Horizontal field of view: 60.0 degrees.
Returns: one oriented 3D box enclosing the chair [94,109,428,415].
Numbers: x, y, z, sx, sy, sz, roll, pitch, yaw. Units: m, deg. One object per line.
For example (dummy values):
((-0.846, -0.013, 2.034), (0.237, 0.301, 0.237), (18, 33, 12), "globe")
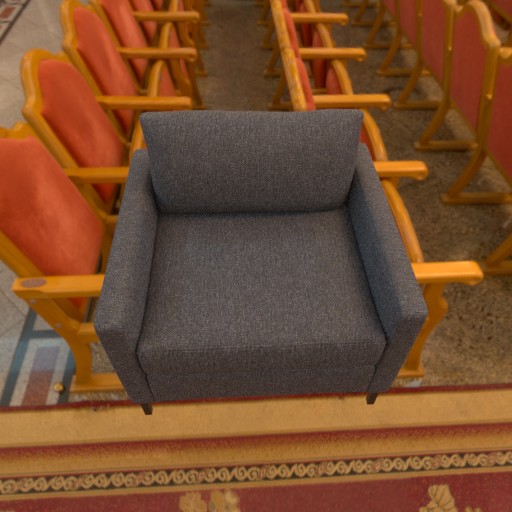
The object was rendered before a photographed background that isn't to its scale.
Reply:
((0.000, 0.000, 1.634), (0.963, 0.861, 0.866), (-2, 48, -2), "chair")
